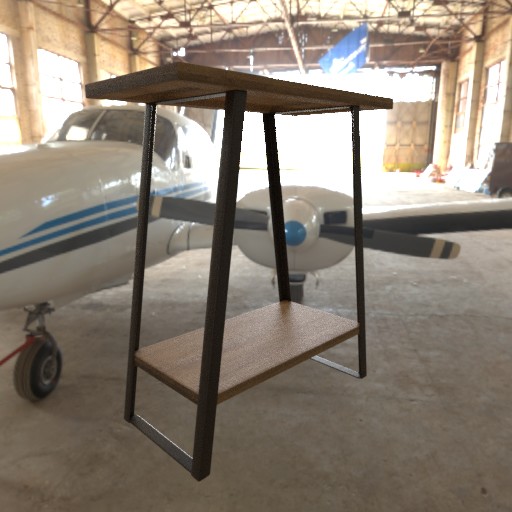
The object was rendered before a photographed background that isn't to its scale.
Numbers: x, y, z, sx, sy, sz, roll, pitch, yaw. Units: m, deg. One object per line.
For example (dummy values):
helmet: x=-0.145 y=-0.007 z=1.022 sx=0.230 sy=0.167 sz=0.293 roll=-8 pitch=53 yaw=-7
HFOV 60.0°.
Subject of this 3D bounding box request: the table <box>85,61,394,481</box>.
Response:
table: x=0.000 y=0.000 z=1.002 sx=0.599 sy=0.701 sz=0.300 roll=-12 pitch=18 yaw=-43
